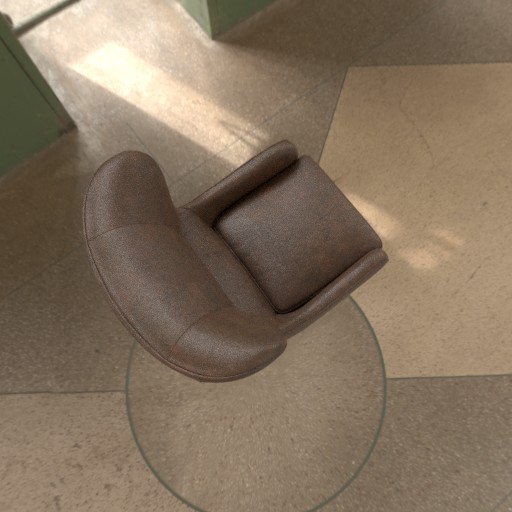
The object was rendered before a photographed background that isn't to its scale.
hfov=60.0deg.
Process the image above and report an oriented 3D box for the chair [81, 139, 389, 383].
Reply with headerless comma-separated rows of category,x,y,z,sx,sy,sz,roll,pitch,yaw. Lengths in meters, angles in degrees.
chair,0.000,0.000,1.642,0.914,1.048,0.692,-35,77,-9
